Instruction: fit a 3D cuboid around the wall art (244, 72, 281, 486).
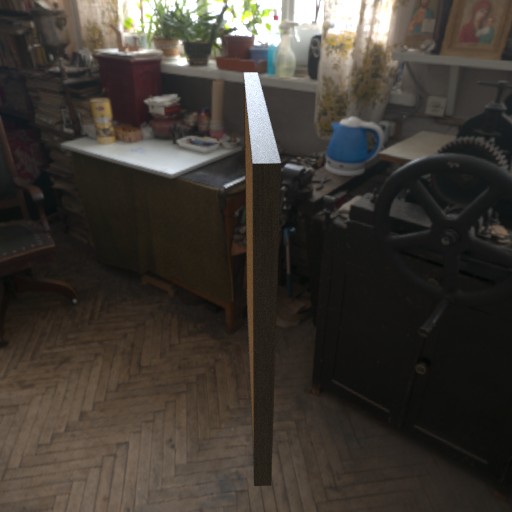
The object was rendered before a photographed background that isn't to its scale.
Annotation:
[{"bbox_3d":[0.000,0.000,1.130,0.039,0.758,0.758,-1,31,-2],"label":"wall art"}]
